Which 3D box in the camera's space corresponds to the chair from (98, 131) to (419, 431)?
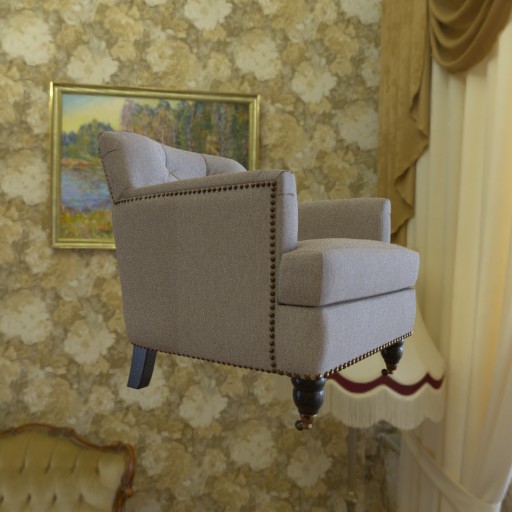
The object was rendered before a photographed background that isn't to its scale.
[{"bbox_3d":[0.000,0.000,1.481,0.902,0.823,0.737,0,1,36],"label":"chair"}]
